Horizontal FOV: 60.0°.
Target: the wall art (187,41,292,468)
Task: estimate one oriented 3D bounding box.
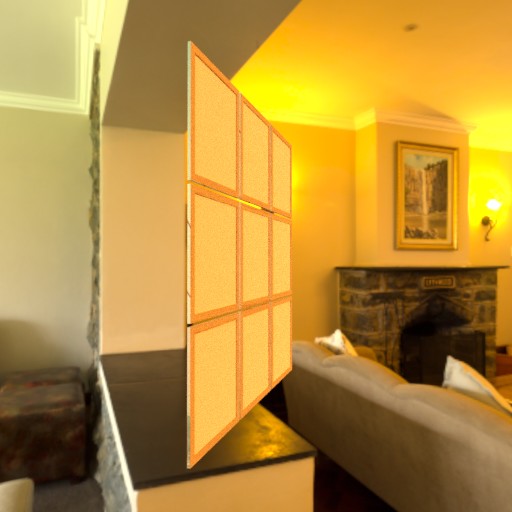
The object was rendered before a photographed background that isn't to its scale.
[{"bbox_3d":[0.000,0.000,2.299,0.013,1.523,1.517,0,-1,18],"label":"wall art"}]
